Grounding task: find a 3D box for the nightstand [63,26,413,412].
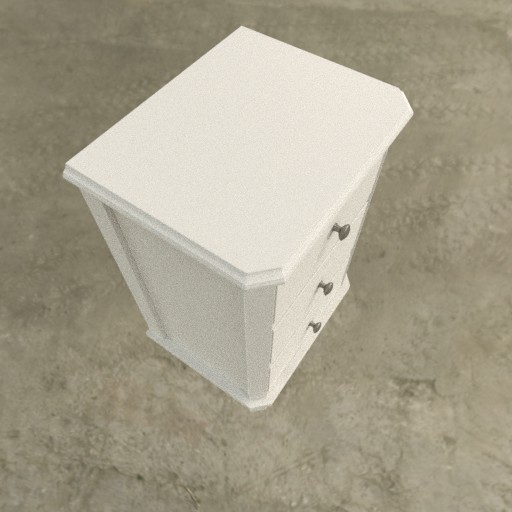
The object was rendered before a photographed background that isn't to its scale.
[{"bbox_3d":[0.000,0.000,0.930,0.351,0.681,0.435,30,62,18],"label":"nightstand"}]
